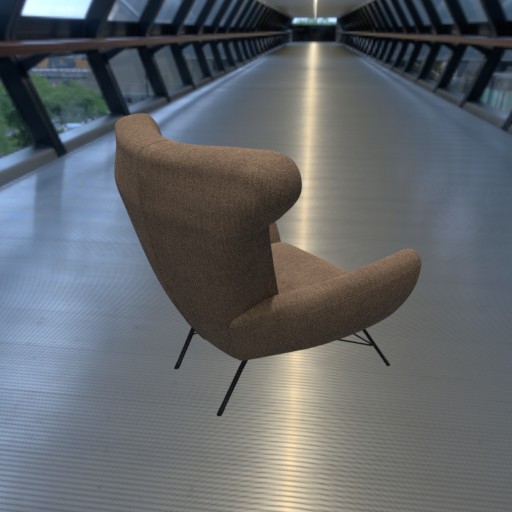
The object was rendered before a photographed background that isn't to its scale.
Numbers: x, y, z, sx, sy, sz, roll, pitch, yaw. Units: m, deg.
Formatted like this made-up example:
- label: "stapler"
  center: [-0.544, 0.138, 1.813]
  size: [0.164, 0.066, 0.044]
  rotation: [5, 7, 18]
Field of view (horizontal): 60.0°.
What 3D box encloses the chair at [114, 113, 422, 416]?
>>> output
- label: "chair"
  center: [0.000, 0.000, 1.753]
  size: [0.900, 1.040, 0.980]
  rotation: [-19, 32, -34]
